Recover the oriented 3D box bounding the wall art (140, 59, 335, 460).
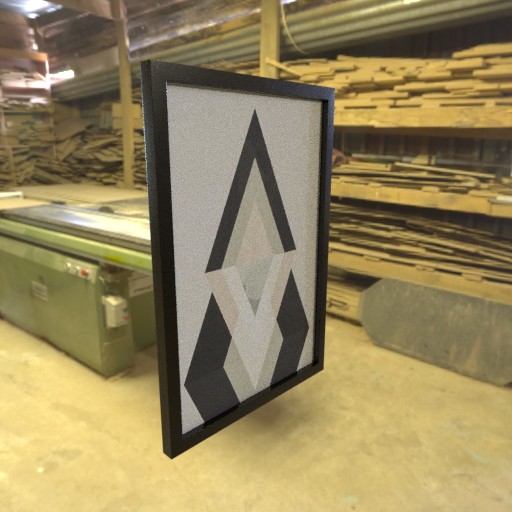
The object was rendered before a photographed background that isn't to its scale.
[{"bbox_3d":[0.000,0.000,0.603,0.019,0.455,0.314,13,19,43],"label":"wall art"}]
